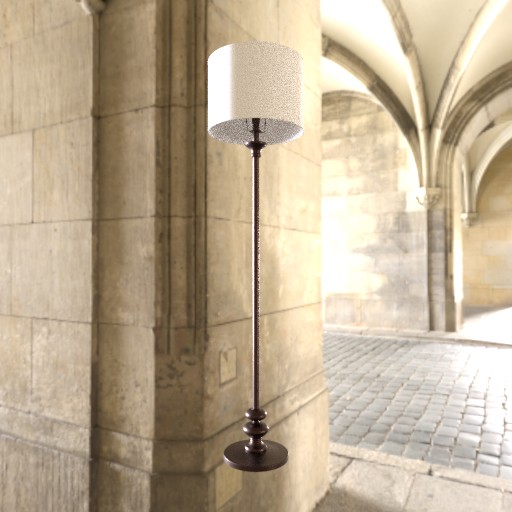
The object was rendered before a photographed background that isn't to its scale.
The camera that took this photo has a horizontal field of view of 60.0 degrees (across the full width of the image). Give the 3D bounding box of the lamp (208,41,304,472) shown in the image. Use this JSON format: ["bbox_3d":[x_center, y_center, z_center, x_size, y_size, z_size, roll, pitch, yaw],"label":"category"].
[{"bbox_3d":[0.000,0.000,1.652,0.356,1.487,0.356,0,-1,-18],"label":"lamp"}]
